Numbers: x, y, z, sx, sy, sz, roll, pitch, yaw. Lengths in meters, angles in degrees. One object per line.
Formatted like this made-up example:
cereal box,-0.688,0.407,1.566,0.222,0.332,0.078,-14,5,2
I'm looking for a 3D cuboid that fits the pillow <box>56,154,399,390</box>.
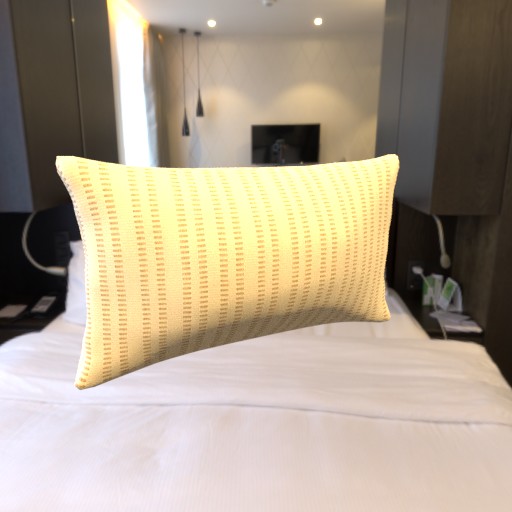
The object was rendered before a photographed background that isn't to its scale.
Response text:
pillow,0.000,0.000,0.794,0.640,0.353,0.210,-7,15,-27
